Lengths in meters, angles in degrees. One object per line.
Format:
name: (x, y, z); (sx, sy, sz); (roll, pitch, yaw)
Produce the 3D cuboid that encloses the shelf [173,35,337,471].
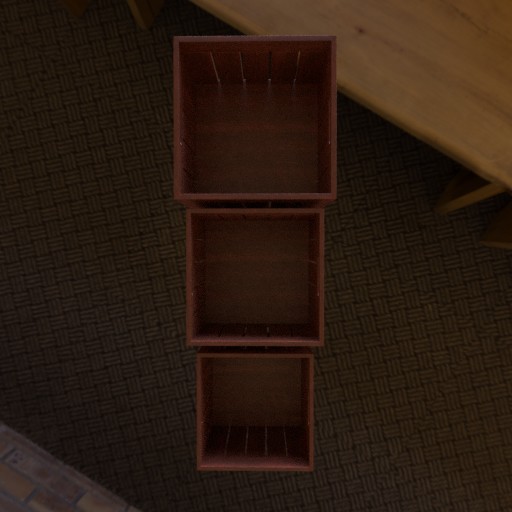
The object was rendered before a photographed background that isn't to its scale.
shelf: (0.000, 0.000, 1.229); (0.393, 0.311, 1.064); (0, 91, 1)
